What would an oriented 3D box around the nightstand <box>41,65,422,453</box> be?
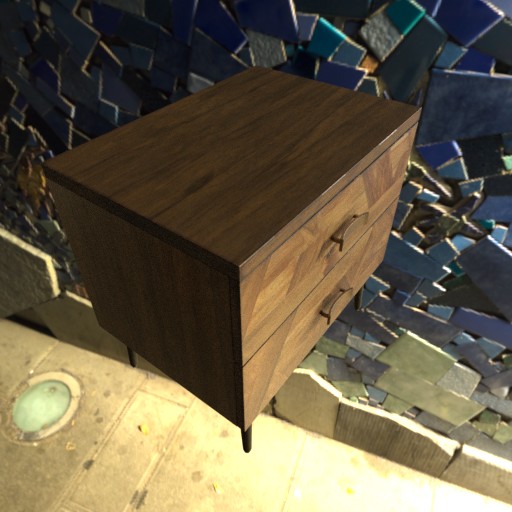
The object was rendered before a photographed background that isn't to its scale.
[{"bbox_3d":[0.000,0.000,1.034,0.458,0.610,0.610,27,48,27],"label":"nightstand"}]
